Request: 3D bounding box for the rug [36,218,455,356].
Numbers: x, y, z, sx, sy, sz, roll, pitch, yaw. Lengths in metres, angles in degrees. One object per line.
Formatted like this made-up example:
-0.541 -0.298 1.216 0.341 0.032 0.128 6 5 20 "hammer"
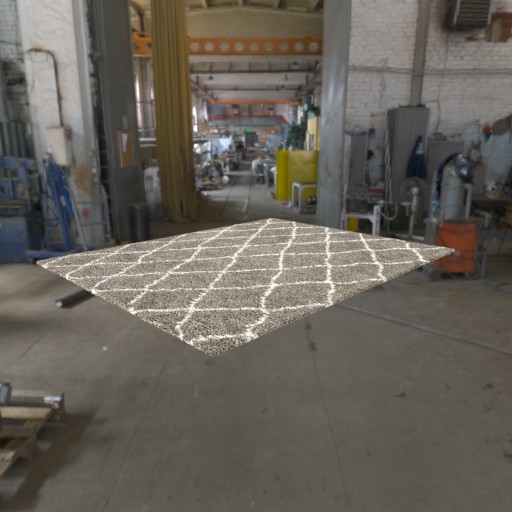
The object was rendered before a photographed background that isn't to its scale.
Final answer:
0.000 0.000 4.097 3.047 0.029 2.438 -14 21 -43 "rug"
